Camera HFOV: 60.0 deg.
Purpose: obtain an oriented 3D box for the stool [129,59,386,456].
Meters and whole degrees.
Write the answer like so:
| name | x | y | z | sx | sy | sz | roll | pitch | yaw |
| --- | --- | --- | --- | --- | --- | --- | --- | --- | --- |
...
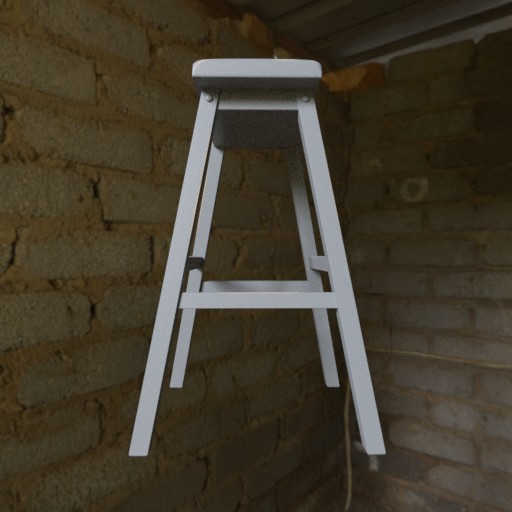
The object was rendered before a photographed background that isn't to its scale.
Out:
| name | x | y | z | sx | sy | sz | roll | pitch | yaw |
| --- | --- | --- | --- | --- | --- | --- | --- | --- | --- |
| stool | 0.000 | 0.000 | 1.047 | 0.476 | 0.737 | 0.457 | 0 | 0 | -1 |
